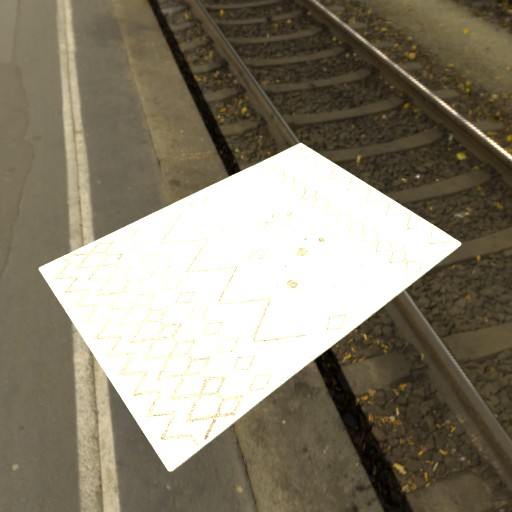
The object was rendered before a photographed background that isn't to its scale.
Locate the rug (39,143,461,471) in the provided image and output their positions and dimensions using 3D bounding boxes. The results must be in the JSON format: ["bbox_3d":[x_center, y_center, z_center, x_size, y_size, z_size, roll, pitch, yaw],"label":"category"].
[{"bbox_3d":[0.000,0.000,2.307,1.820,0.009,1.260,-31,54,-26],"label":"rug"}]
